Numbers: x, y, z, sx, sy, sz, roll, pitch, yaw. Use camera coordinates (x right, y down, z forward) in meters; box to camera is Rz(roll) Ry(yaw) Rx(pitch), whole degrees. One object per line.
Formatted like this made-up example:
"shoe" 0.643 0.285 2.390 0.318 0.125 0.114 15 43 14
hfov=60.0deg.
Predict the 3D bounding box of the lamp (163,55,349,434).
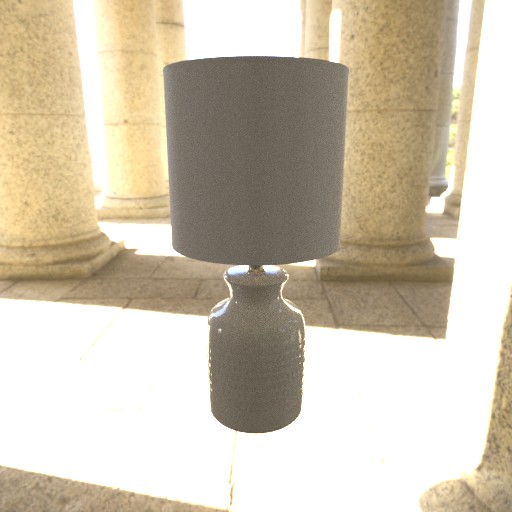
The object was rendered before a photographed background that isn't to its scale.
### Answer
"lamp" 0.000 0.000 0.506 0.188 0.392 0.188 -8 17 -26
